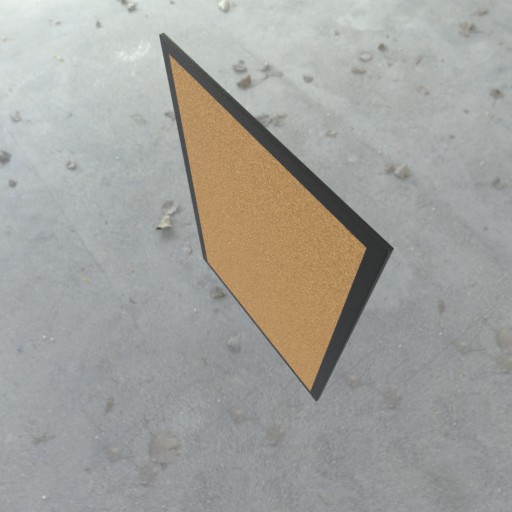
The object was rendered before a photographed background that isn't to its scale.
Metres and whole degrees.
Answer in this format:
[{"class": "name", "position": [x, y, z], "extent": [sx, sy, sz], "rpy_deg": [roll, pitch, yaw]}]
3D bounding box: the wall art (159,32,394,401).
[{"class": "wall art", "position": [0.000, 0.000, 1.250], "extent": [0.013, 0.967, 0.707], "rpy_deg": [-32, 64, -18]}]
